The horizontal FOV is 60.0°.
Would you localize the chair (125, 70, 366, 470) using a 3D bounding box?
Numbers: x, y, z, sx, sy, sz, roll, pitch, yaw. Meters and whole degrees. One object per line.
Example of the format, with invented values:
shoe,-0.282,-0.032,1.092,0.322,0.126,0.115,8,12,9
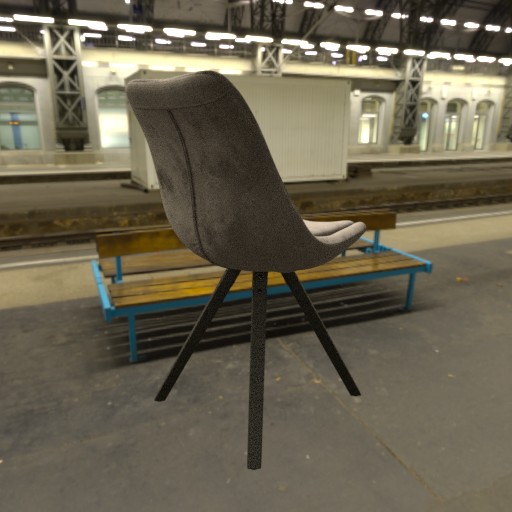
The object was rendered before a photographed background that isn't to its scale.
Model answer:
chair,0.000,0.000,1.170,0.485,0.850,0.550,15,22,42
